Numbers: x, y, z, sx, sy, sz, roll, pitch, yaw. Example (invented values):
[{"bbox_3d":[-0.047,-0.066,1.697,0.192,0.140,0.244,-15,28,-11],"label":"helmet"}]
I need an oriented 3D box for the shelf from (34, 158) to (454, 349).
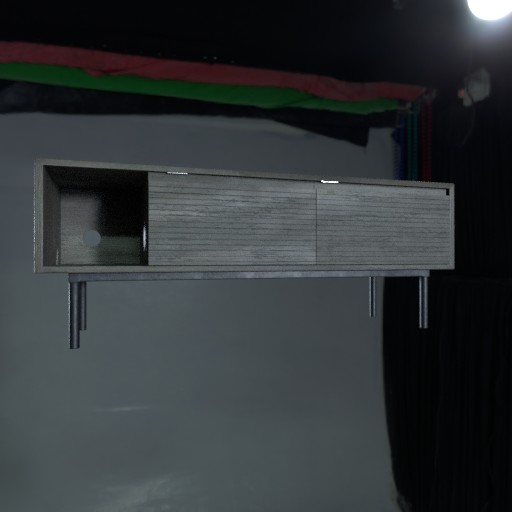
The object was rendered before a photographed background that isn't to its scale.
[{"bbox_3d":[0.000,0.000,1.502,1.300,0.495,0.400,0,0,-18],"label":"shelf"}]
